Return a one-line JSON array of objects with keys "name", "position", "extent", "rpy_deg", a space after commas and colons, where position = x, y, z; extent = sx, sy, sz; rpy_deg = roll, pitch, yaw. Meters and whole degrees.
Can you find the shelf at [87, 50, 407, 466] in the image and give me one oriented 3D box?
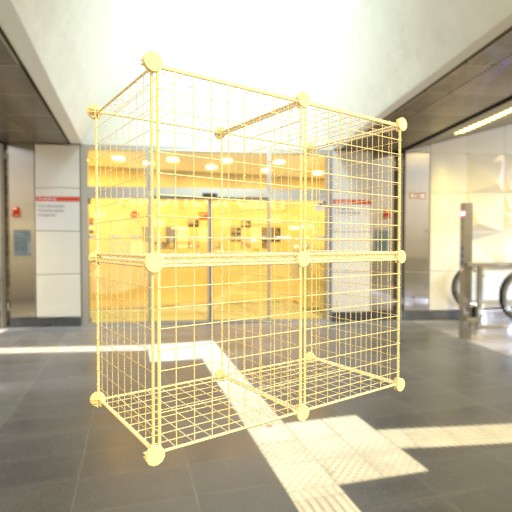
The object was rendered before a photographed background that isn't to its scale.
[{"name": "shelf", "position": [0.000, 0.000, 1.100], "extent": [0.711, 0.711, 0.356], "rpy_deg": [-1, 2, -35]}]
